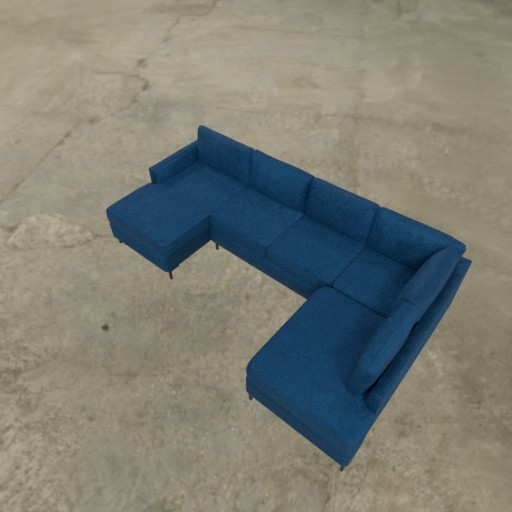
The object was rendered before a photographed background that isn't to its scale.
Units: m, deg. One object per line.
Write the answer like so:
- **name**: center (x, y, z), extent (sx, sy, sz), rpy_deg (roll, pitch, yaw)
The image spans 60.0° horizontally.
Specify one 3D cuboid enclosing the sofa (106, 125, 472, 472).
- **sofa**: center (0.000, 0.000, 4.357), extent (3.434, 0.992, 2.055), rpy_deg (31, 53, 26)
